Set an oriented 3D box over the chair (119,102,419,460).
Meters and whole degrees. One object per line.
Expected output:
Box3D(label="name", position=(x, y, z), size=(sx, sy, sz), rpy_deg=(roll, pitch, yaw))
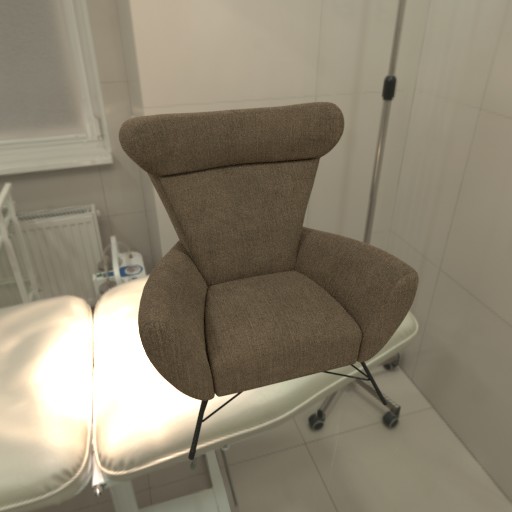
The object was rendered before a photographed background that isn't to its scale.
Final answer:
Box3D(label="chair", position=(0.000, 0.000, 1.781), size=(0.980, 1.040, 0.900), rpy_deg=(-9, 32, -15))
